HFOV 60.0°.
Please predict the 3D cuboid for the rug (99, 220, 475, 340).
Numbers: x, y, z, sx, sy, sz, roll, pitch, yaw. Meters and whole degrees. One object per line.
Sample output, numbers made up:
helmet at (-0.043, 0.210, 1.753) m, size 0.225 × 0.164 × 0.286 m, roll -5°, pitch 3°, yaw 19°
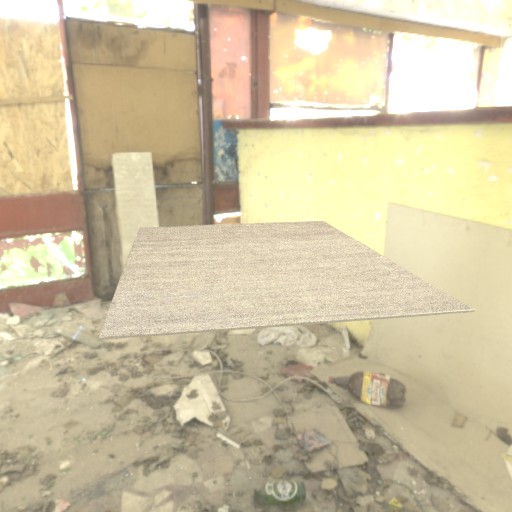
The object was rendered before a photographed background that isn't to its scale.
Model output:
rug at (0.000, 0.000, 4.285) m, size 2.434 × 0.045 × 3.202 m, roll -3°, pitch 16°, yaw -10°
